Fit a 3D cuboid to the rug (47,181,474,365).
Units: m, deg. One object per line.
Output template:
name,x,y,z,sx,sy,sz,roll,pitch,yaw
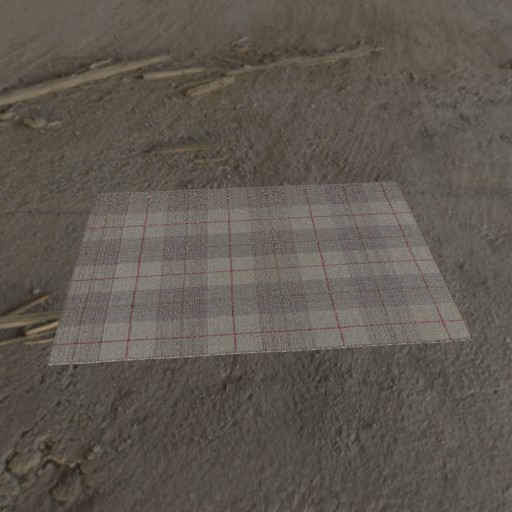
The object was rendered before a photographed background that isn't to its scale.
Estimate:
rug,0.000,0.000,3.070,2.464,0.010,1.549,-3,46,-3
